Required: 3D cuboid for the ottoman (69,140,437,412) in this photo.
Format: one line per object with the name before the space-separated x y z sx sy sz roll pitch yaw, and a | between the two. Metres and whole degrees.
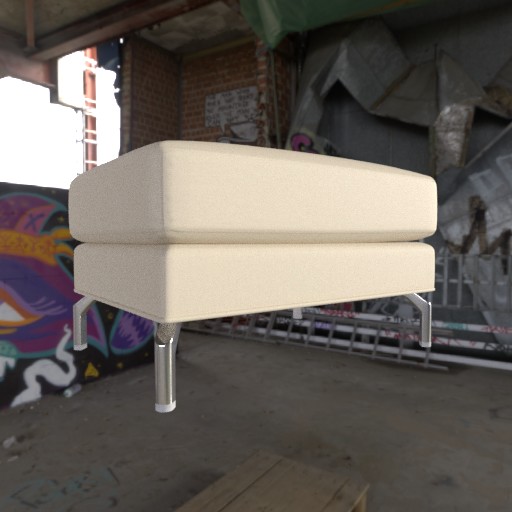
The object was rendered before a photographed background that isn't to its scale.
ottoman | 0.000 0.000 1.198 0.835 0.497 0.581 -2 3 -36
